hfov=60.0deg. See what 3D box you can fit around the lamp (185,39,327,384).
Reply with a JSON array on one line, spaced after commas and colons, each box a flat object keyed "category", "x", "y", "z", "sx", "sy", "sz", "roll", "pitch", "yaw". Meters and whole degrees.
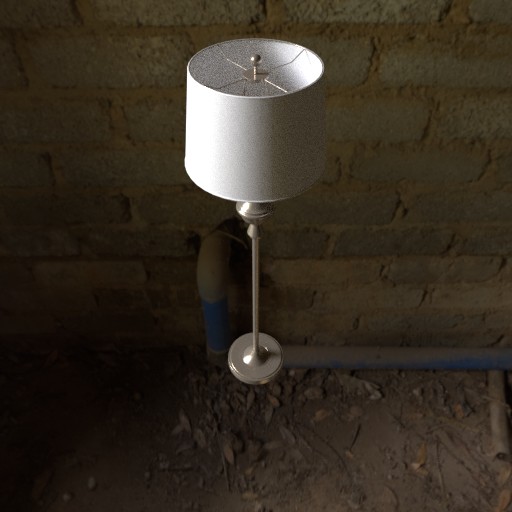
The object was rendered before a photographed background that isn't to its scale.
[{"category": "lamp", "x": 0.000, "y": 0.000, "z": 1.666, "sx": 0.431, "sy": 1.488, "sz": 0.431, "roll": 0, "pitch": 46, "yaw": 0}]
